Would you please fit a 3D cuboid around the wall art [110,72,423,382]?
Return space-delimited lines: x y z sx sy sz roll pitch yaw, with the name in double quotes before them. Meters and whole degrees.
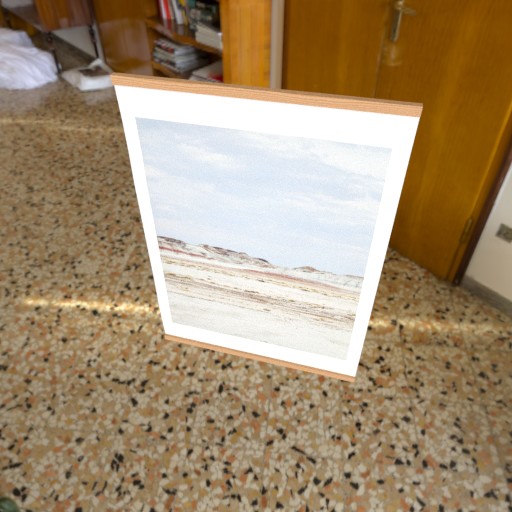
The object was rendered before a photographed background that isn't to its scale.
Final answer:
"wall art" 0.000 0.000 1.351 0.739 1.016 0.020 10 42 12
